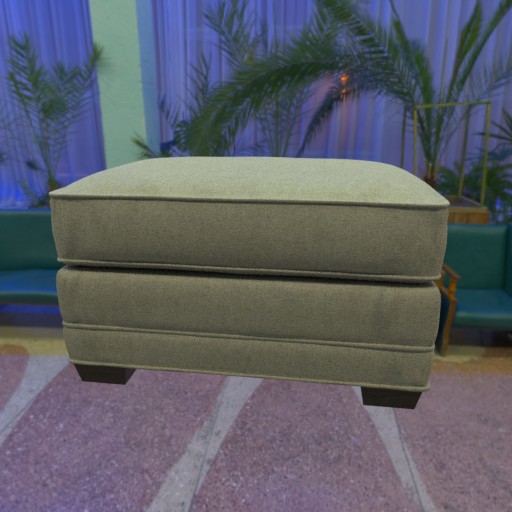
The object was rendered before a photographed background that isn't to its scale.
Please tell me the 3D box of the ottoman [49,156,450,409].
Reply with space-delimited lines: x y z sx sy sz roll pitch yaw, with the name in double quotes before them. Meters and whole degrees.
"ottoman" 0.000 0.000 1.208 0.848 0.508 0.611 2 18 8
